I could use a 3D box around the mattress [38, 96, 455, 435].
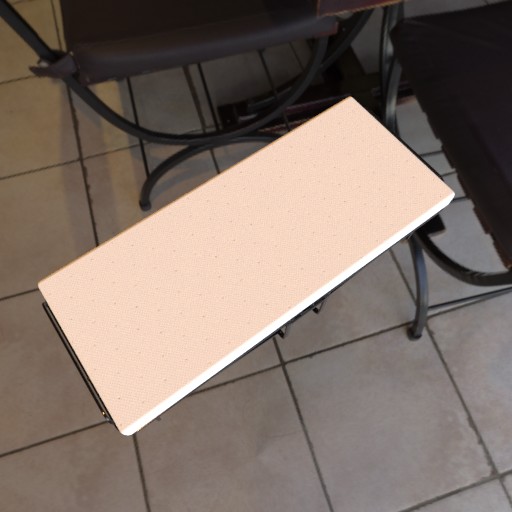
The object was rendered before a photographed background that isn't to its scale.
[{"bbox_3d":[0.000,0.000,2.551,2.153,0.519,0.922,-34,70,-14],"label":"mattress"}]
